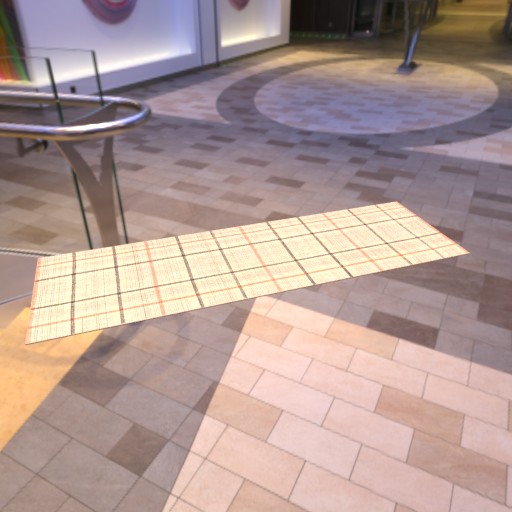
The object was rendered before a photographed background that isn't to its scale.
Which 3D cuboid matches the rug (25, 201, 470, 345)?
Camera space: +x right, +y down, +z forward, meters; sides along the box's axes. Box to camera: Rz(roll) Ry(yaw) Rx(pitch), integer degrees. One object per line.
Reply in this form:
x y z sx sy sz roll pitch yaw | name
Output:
0.000 0.000 2.622 2.439 0.008 0.762 -10 33 -16 | rug
